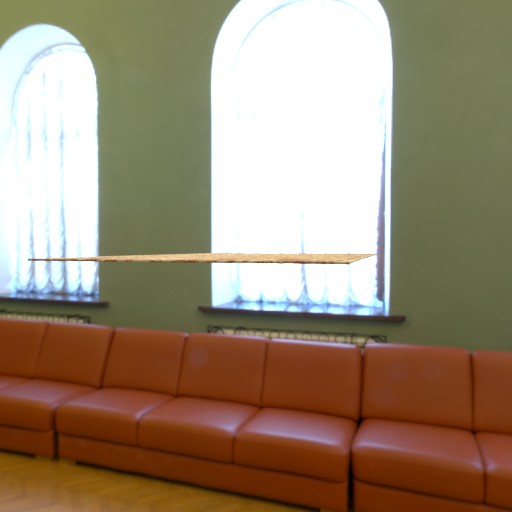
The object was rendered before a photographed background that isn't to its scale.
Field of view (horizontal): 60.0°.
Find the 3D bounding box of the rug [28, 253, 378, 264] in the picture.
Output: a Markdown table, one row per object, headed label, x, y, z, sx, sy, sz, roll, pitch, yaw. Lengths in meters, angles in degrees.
| label | x | y | z | sx | sy | sz | roll | pitch | yaw |
| --- | --- | --- | --- | --- | --- | --- | --- | --- | --- |
| rug | 0.000 | 0.000 | 3.047 | 1.517 | 0.011 | 2.435 | 0 | 1 | 18 |
